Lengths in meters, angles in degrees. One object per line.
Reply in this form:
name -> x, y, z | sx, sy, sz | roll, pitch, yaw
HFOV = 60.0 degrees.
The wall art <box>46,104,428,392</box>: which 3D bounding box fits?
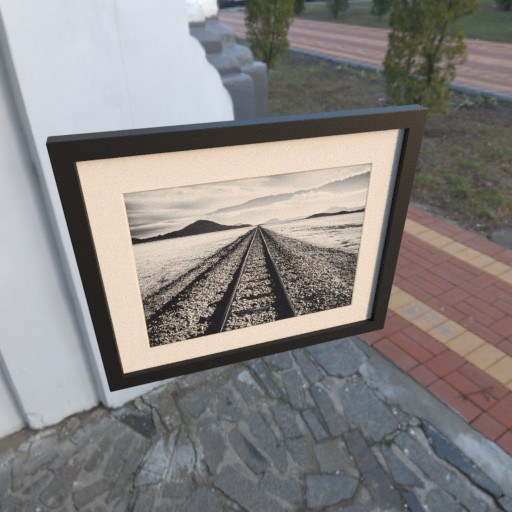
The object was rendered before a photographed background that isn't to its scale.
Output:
wall art -> 0.000, 0.000, 0.757 | 0.559, 0.458, 0.029 | -10, 34, -15
